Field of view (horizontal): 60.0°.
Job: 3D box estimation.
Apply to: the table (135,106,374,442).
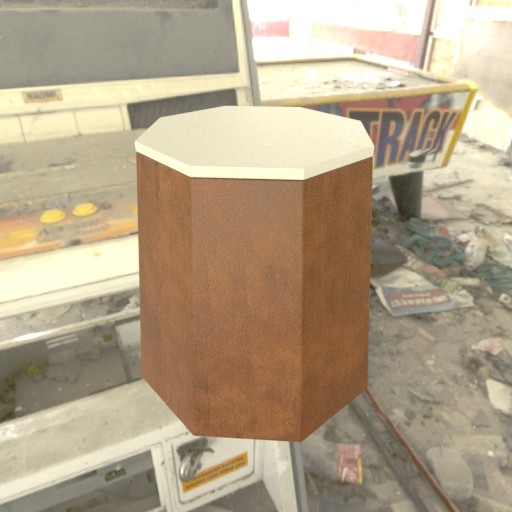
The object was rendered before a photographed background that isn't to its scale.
[{"bbox_3d":[0.000,0.000,0.809,0.439,0.457,0.439,1,31,2],"label":"table"}]
